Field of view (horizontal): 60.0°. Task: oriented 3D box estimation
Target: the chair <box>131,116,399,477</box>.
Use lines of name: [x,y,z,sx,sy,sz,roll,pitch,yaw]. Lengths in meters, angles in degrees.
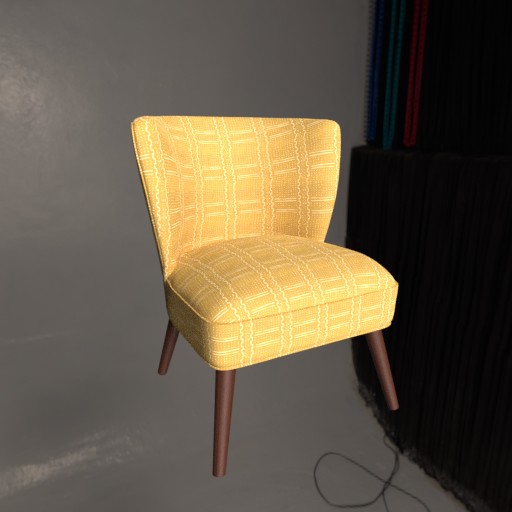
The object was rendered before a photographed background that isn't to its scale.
chair: [0.000,0.000,1.417,0.706,0.866,0.758,-8,18,-27]
